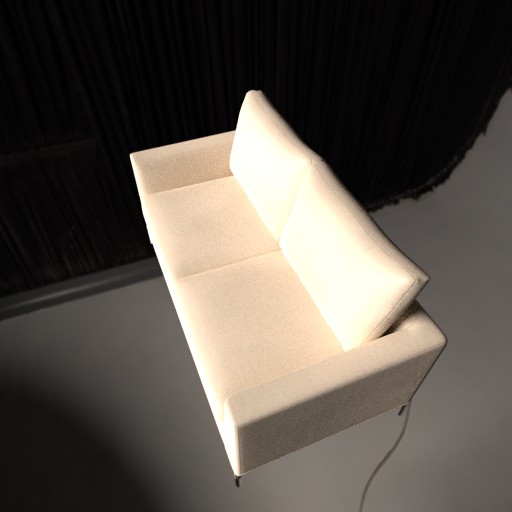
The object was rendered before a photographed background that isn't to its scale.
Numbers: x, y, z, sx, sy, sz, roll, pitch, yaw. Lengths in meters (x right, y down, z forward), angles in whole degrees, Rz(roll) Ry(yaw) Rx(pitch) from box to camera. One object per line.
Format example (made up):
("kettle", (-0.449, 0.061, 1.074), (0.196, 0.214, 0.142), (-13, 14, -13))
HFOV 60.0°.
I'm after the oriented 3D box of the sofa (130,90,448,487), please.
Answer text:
("sofa", (0.000, 0.000, 2.263), (0.906, 0.995, 1.739), (-17, 48, -15))
